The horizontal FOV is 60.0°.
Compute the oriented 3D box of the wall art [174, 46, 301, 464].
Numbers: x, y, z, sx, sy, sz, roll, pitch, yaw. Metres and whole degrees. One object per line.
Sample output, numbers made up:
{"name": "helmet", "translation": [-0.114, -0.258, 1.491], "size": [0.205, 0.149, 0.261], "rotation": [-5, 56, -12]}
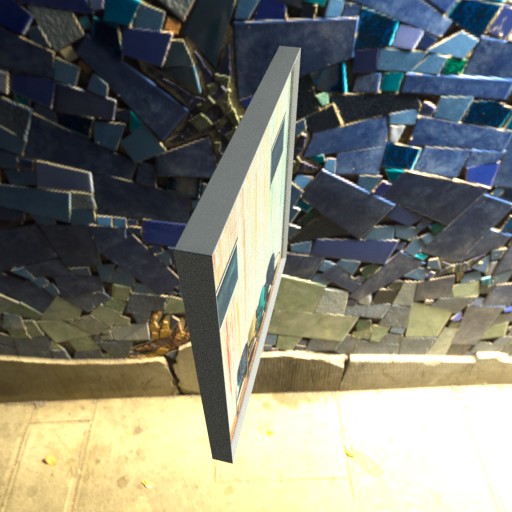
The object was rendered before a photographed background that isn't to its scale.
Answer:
{"name": "wall art", "translation": [0.000, 0.000, 0.757], "size": [0.037, 0.508, 0.508], "rotation": [9, 46, 9]}
